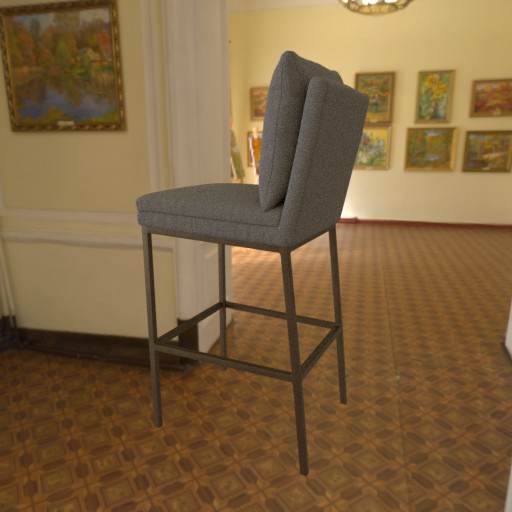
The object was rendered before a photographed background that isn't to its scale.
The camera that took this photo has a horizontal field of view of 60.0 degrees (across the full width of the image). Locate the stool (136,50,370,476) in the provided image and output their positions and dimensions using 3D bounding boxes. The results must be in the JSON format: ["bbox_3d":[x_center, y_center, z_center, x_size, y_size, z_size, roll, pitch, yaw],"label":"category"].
[{"bbox_3d":[0.000,0.000,1.413,0.569,1.132,0.463,7,16,26],"label":"stool"}]
